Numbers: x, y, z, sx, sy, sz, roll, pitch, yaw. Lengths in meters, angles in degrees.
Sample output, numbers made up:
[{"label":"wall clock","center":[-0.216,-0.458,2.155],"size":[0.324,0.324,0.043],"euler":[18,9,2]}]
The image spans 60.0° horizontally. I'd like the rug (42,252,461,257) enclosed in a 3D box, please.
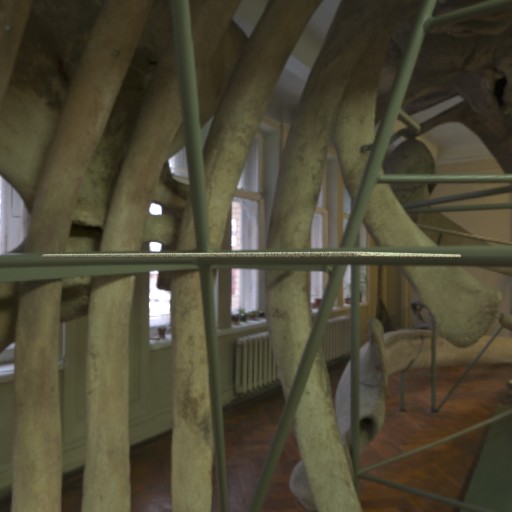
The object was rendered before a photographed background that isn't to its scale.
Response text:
[{"label":"rug","center":[0.000,0.000,4.103],"size":[3.047,0.029,2.438],"euler":[0,0,36]}]
